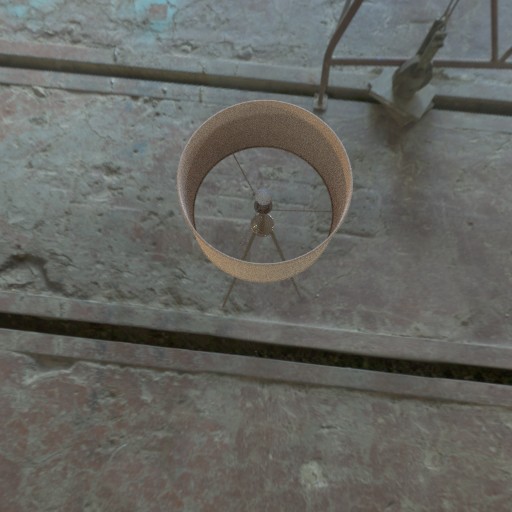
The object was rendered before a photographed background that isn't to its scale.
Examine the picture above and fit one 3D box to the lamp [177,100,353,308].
[{"bbox_3d":[0.000,0.000,1.775,0.460,1.545,0.449,-38,80,-8],"label":"lamp"}]
